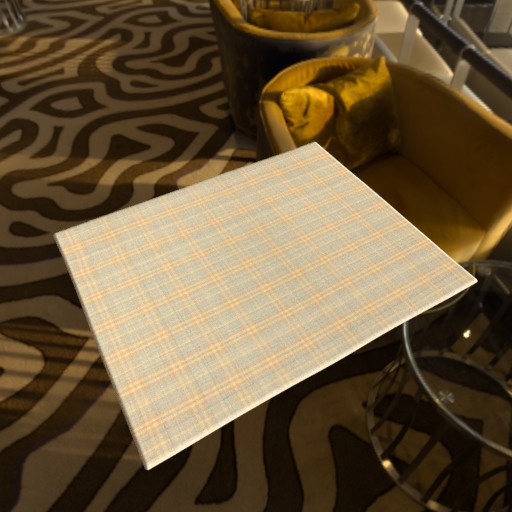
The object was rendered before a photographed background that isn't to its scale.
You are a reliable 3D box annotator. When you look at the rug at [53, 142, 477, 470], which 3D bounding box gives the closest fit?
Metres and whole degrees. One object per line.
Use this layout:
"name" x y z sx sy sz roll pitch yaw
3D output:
"rug" 0.000 0.000 4.042 3.066 0.030 2.462 -24 52 -20
